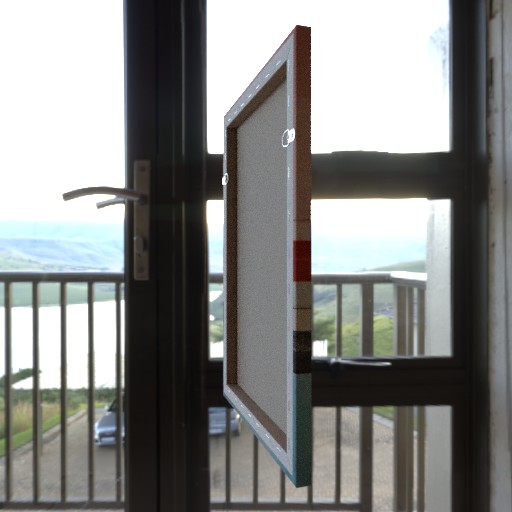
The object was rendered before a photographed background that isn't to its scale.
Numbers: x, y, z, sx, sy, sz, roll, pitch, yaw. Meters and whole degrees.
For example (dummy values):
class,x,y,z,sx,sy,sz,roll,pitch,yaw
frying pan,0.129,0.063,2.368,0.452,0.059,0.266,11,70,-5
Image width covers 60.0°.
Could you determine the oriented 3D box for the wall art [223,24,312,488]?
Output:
class,x,y,z,sx,sy,sz,roll,pitch,yaw
wall art,0.000,0.000,1.168,0.038,0.914,0.610,0,0,-18
